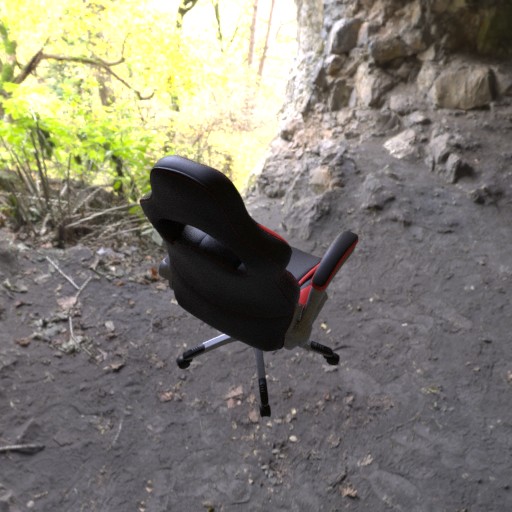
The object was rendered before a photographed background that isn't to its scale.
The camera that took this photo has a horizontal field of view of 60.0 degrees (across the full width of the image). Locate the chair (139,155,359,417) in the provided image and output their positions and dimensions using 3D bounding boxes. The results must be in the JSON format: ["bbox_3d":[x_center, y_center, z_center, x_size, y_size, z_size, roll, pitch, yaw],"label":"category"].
[{"bbox_3d":[0.000,0.000,1.675,0.758,1.165,0.712,24,50,22],"label":"chair"}]
